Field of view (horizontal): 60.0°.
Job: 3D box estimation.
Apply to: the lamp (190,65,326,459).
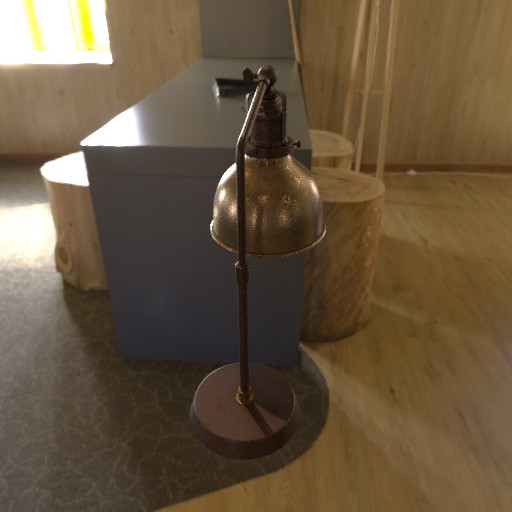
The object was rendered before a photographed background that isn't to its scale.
[{"bbox_3d":[0.000,0.000,0.606,0.175,0.469,0.298,10,32,16],"label":"lamp"}]
